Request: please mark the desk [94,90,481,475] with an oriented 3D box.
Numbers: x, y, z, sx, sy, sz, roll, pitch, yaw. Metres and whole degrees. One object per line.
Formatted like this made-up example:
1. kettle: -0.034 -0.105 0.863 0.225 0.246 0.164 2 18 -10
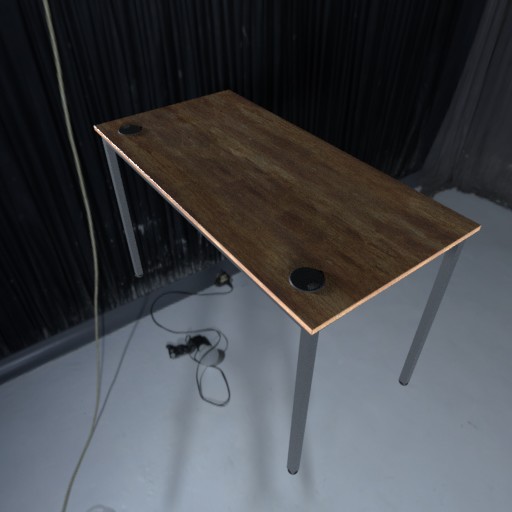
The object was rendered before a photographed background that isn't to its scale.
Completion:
1. desk: 0.000 0.000 1.649 0.600 0.749 1.200 -26 47 -27
